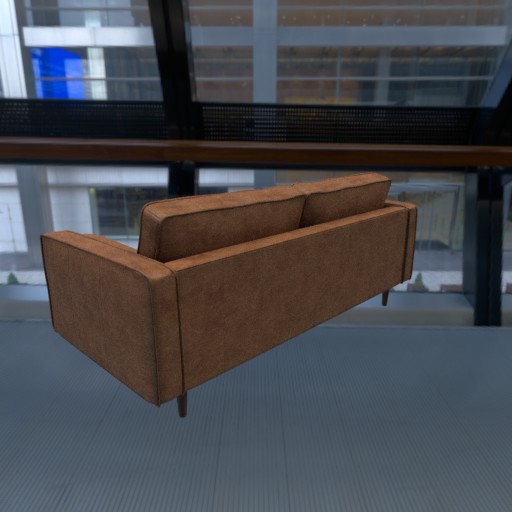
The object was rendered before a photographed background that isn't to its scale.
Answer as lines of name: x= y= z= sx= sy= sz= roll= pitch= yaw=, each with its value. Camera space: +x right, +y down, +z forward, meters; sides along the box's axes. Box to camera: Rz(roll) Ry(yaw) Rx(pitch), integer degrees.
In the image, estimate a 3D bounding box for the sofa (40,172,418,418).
sofa: x=0.000 y=0.000 z=2.399 sx=0.924 sy=0.825 sz=1.920 roll=15 pitch=22 yaw=42
